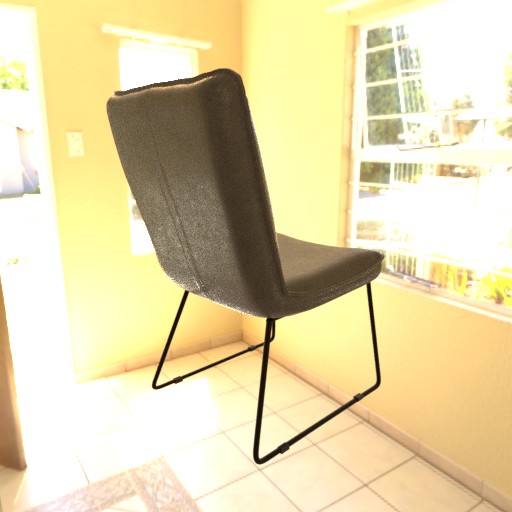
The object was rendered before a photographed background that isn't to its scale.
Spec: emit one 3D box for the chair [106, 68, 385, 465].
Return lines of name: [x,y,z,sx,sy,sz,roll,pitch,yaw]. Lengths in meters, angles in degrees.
chair: [0.000,0.000,1.333,0.688,0.932,0.515,-13,18,-42]
